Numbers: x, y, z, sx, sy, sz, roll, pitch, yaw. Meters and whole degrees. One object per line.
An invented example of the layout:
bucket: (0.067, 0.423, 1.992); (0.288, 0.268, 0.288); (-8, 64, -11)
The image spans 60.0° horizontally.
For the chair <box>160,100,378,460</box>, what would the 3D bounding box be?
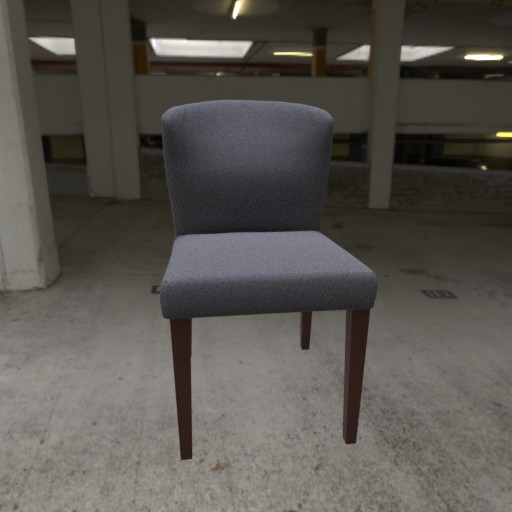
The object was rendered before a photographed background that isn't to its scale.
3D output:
chair: (0.000, 0.000, 1.220); (0.491, 0.839, 0.592); (-2, 16, -7)
